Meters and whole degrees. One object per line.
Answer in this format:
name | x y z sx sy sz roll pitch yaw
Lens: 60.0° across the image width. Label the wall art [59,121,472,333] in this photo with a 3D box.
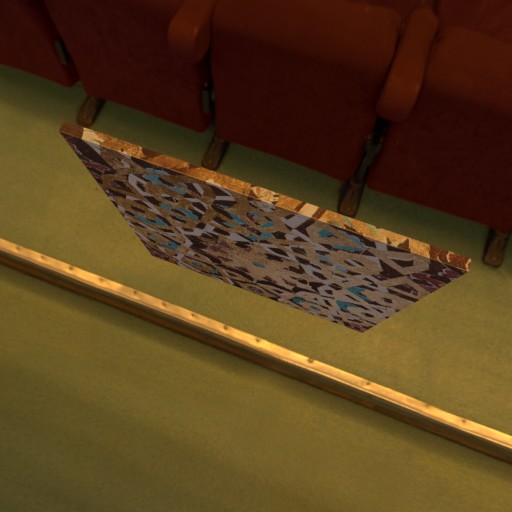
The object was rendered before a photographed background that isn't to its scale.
wall art | 0.000 0.000 1.135 0.757 0.762 0.028 20 74 6
